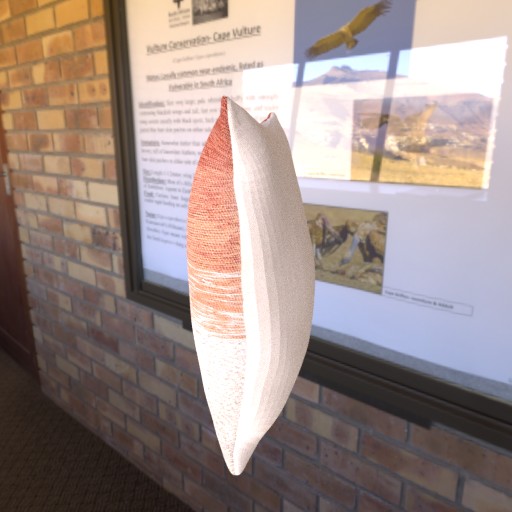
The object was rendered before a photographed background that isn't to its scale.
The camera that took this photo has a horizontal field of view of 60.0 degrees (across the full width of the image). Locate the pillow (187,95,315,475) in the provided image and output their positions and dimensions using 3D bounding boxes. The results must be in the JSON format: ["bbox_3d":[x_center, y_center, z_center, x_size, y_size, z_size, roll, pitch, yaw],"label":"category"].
[{"bbox_3d":[0.000,0.000,0.678,0.182,0.441,0.440,2,15,8],"label":"pillow"}]
